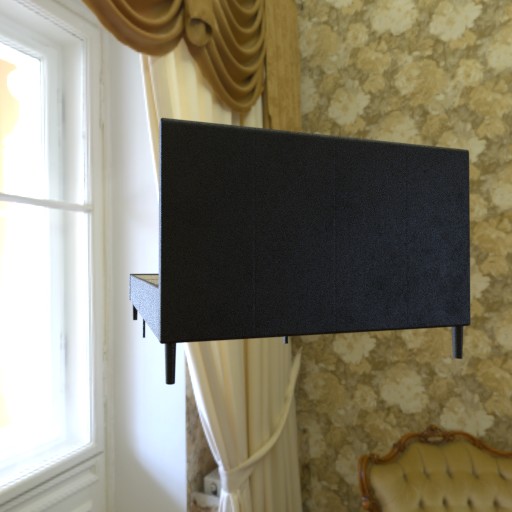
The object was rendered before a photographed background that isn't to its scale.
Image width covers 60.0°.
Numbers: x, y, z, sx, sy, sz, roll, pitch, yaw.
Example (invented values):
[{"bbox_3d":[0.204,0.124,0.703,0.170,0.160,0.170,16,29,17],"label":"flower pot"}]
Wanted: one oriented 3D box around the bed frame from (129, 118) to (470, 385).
[{"bbox_3d":[0.000,0.000,3.199,1.634,1.127,2.318,0,-1,-19],"label":"bed frame"}]
